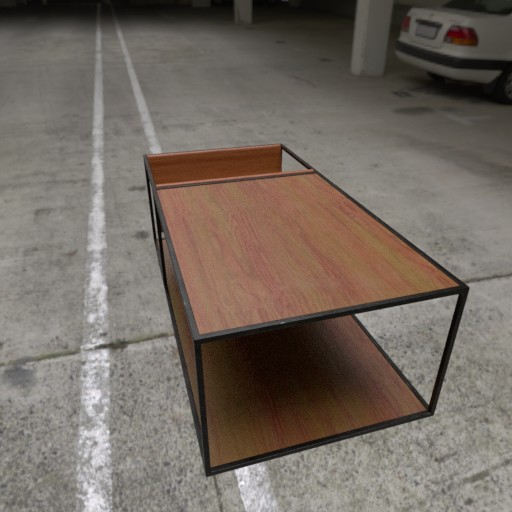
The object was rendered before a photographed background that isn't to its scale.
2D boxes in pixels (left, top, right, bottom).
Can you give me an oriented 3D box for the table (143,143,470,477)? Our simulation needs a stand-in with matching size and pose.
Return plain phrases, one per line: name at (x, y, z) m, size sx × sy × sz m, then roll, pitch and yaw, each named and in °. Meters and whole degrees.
table at (0.000, 0.000, 1.472) m, size 0.597 × 0.403 × 1.199 m, roll -8°, pitch 30°, yaw -15°
